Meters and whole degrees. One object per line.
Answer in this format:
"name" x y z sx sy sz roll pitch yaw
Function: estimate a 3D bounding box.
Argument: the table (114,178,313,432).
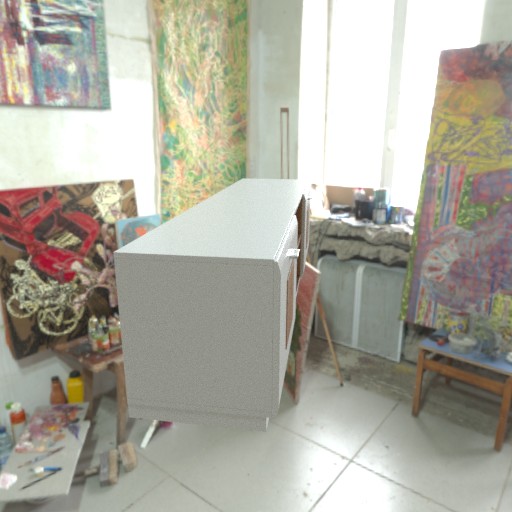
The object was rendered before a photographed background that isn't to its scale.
"table" 0.000 0.000 1.762 0.400 0.440 1.550 3 16 9
